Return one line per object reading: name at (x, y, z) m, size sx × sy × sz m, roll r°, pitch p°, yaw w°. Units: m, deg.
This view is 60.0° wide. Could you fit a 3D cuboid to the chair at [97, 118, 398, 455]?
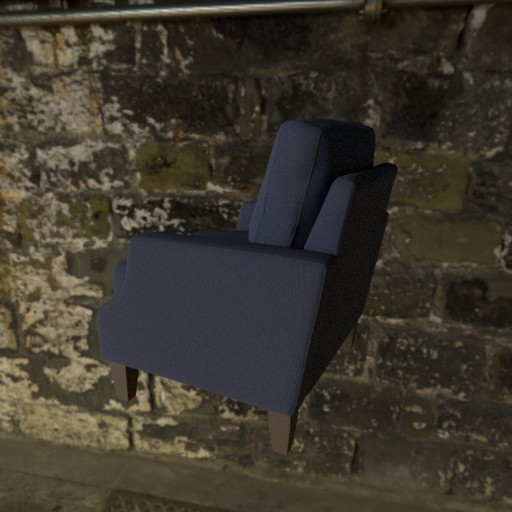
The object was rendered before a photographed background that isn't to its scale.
chair at (0.000, 0.000, 1.684) m, size 0.897 × 0.991 × 0.855 m, roll 8°, pitch 18°, yaw 25°
